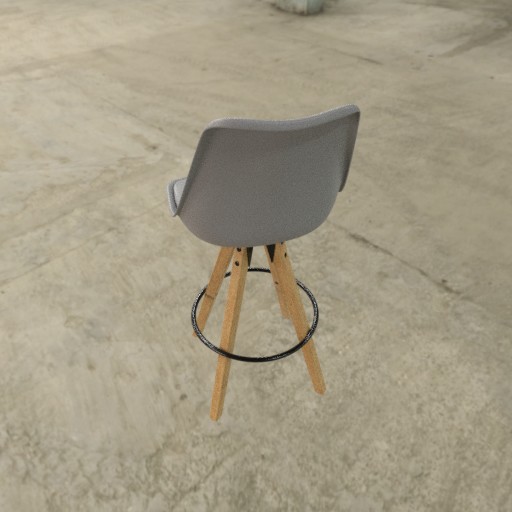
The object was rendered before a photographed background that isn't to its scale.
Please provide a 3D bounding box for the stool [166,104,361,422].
[{"bbox_3d":[0.000,0.000,1.388,0.485,1.115,0.550,-10,41,-12],"label":"stool"}]
